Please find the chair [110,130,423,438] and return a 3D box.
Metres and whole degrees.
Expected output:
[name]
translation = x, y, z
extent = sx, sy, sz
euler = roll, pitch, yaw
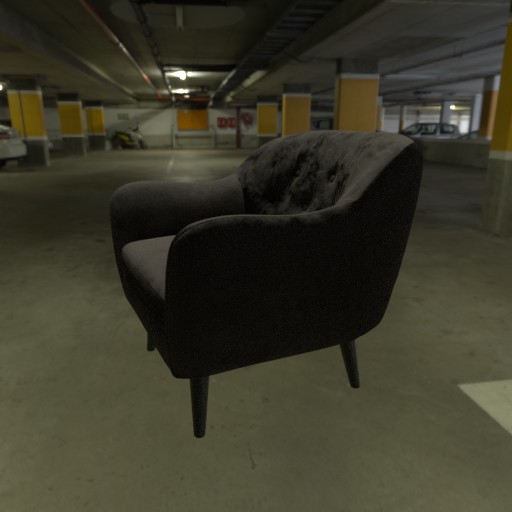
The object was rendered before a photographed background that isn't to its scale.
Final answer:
[chair]
translation = 0.000, 0.000, 1.483
extent = 0.819, 0.807, 0.840
euler = -8, 18, -25
